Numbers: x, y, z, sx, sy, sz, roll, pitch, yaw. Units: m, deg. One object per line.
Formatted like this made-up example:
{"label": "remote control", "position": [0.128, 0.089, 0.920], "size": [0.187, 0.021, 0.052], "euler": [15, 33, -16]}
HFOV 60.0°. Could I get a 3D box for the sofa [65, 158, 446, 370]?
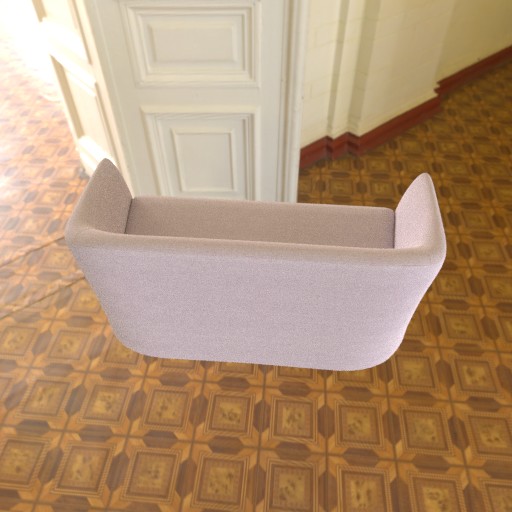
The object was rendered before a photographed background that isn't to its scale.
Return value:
{"label": "sofa", "position": [0.000, 0.000, 1.867], "size": [1.452, 0.721, 0.705], "euler": [3, 46, 3]}
